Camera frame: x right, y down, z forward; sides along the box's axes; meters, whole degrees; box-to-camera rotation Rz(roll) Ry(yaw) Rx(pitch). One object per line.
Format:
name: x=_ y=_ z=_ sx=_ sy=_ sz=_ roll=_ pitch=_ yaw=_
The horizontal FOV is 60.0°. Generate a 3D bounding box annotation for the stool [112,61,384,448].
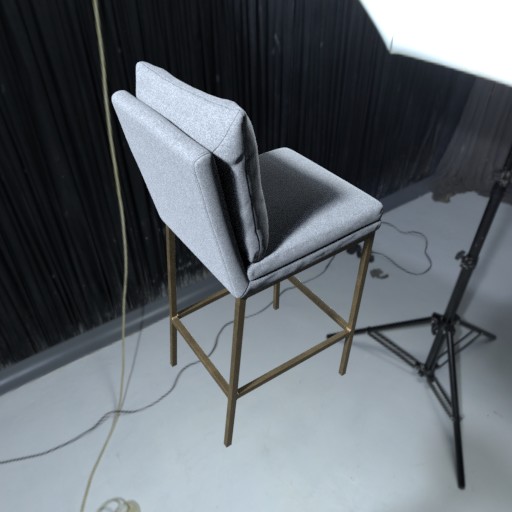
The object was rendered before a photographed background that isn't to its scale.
stool: x=0.000 y=0.000 z=1.377 sx=0.569 sy=1.130 sz=0.463 roll=-24 pitch=45 yaw=-26
